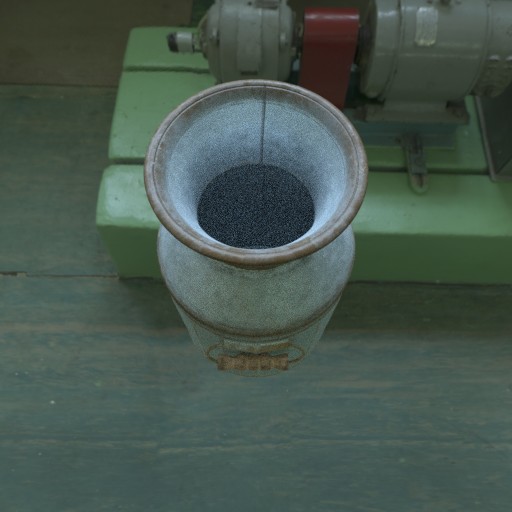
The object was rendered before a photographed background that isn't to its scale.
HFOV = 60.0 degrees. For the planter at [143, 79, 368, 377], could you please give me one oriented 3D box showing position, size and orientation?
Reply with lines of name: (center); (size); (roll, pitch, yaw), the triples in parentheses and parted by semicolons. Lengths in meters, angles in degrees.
planter: (0.000, 0.000, 0.510); (0.215, 0.358, 0.248); (0, 65, 0)
